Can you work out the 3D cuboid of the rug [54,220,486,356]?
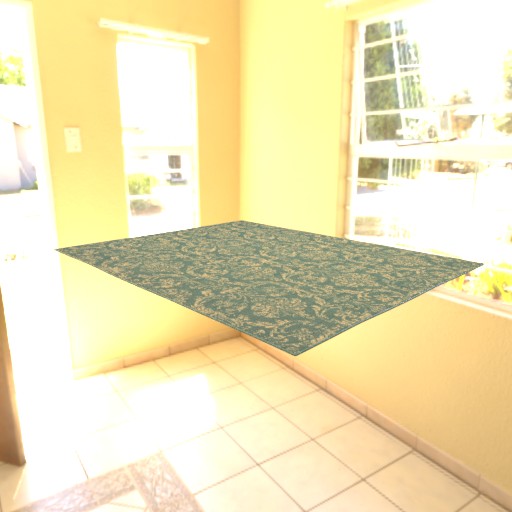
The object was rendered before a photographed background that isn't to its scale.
[{"bbox_3d":[0.000,0.000,3.877,2.363,0.012,2.980,-13,19,-42],"label":"rug"}]
